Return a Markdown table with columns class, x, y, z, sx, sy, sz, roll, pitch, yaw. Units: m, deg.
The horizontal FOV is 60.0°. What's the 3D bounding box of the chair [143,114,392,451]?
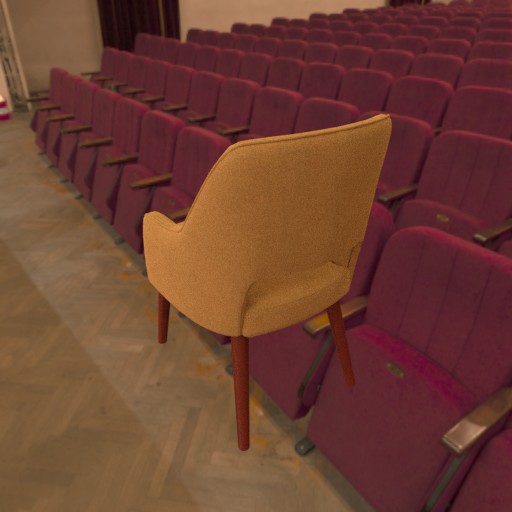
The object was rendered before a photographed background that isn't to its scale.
| class | x | y | z | sx | sy | sz | roll | pitch | yaw |
| --- | --- | --- | --- | --- | --- | --- | --- | --- | --- |
| chair | 0.000 | 0.000 | 1.268 | 0.548 | 0.849 | 0.605 | -19 | 36 | -29 |
